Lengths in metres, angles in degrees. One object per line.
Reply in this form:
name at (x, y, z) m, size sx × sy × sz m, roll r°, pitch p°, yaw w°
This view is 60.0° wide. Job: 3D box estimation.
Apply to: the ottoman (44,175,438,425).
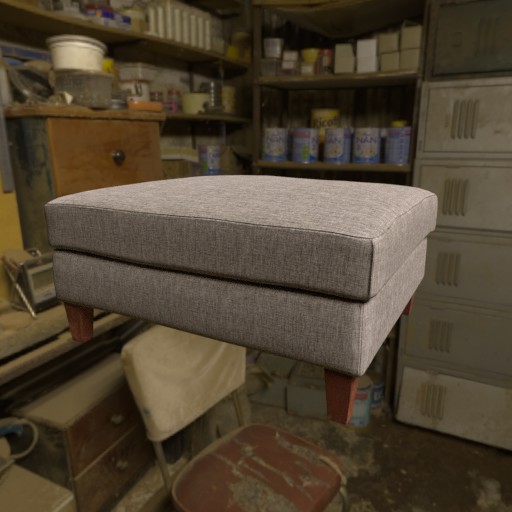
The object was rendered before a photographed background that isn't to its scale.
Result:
ottoman at (0.000, 0.000, 1.455) m, size 0.994 × 0.492 × 0.839 m, roll 8°, pitch 17°, yaw 28°
